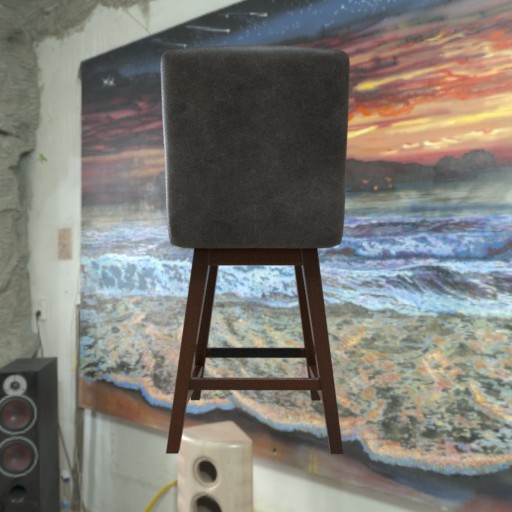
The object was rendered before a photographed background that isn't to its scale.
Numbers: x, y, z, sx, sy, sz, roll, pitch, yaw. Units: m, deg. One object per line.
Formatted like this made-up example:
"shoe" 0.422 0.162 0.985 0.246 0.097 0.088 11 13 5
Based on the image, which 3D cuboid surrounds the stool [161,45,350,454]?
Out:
"stool" 0.000 0.000 1.371 0.492 1.046 0.587 0 0 0
